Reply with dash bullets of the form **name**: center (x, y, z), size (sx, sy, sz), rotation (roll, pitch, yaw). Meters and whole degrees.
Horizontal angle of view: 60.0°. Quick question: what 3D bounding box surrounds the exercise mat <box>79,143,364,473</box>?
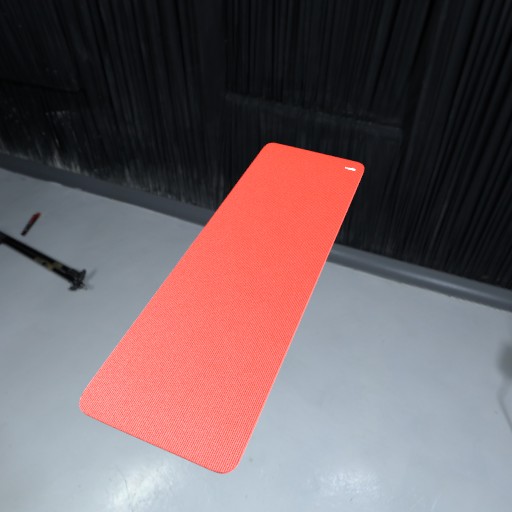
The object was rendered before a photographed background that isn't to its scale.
- **exercise mat**: center (0.000, 0.000, 2.074), size (0.616, 0.021, 1.869), rotation (17, 49, 16)
